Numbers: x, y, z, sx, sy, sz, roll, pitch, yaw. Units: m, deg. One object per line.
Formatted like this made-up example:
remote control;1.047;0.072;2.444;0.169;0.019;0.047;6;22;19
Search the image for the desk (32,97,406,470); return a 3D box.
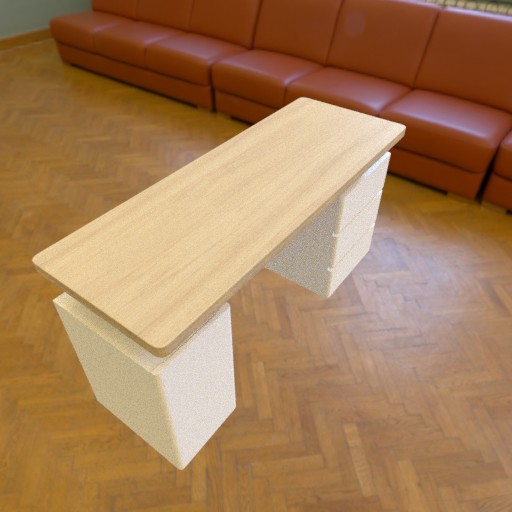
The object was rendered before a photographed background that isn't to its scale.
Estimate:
desk;0.000;0.000;1.878;0.550;0.755;1.500;26;48;26
